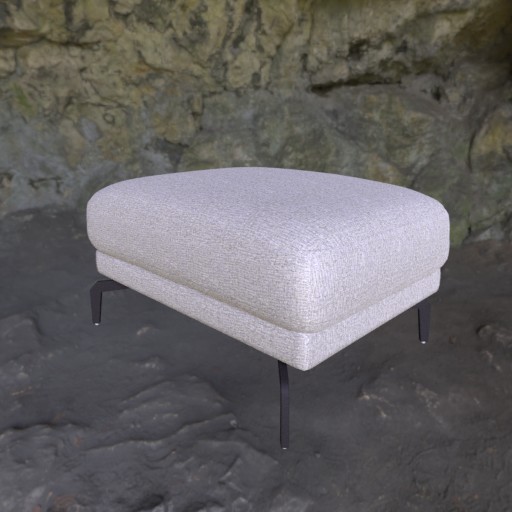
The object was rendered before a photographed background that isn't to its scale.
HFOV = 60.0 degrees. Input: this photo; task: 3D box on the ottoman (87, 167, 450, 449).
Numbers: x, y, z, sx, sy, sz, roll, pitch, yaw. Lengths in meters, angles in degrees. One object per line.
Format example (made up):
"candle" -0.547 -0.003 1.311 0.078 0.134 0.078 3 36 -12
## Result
"ottoman" 0.000 0.000 1.110 0.772 0.420 0.568 16 23 42
